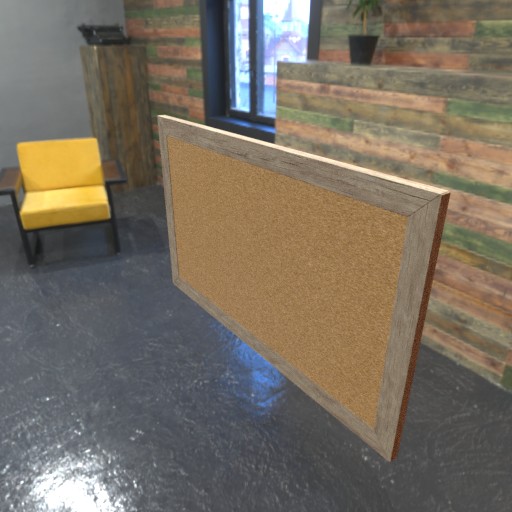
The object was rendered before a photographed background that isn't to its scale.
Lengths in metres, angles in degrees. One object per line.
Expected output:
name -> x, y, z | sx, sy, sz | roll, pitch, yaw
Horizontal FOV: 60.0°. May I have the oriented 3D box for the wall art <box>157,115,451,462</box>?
wall art -> 0.000, 0.000, 0.936 | 0.021, 0.480, 0.780 | -19, 32, -33
